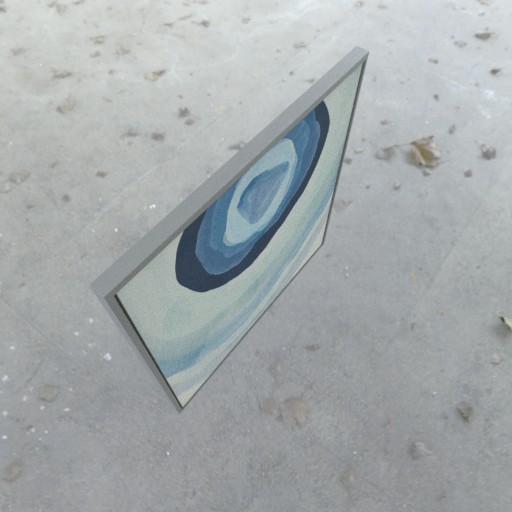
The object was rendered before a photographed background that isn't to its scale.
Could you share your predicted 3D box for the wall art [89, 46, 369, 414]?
[{"bbox_3d":[0.000,0.000,1.207,0.038,0.807,0.809,34,64,19],"label":"wall art"}]
